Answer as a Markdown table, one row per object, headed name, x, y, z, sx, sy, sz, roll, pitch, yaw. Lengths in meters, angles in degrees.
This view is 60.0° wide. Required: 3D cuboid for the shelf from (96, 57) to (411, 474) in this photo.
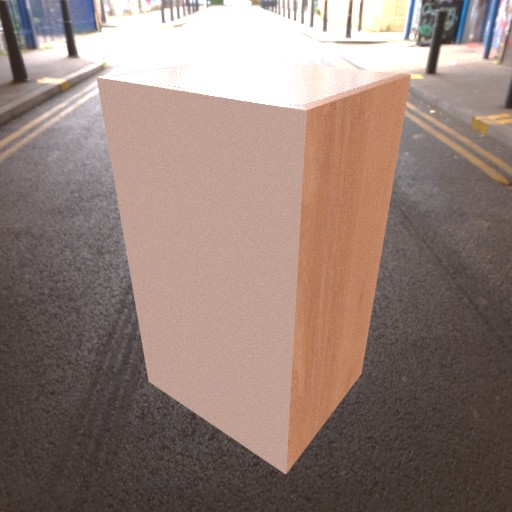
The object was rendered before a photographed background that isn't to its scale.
| name | x | y | z | sx | sy | sz | roll | pitch | yaw |
| --- | --- | --- | --- | --- | --- | --- | --- | --- | --- |
| shelf | 0.000 | 0.000 | 0.788 | 0.350 | 0.600 | 0.290 | 21 | 37 | 31 |
